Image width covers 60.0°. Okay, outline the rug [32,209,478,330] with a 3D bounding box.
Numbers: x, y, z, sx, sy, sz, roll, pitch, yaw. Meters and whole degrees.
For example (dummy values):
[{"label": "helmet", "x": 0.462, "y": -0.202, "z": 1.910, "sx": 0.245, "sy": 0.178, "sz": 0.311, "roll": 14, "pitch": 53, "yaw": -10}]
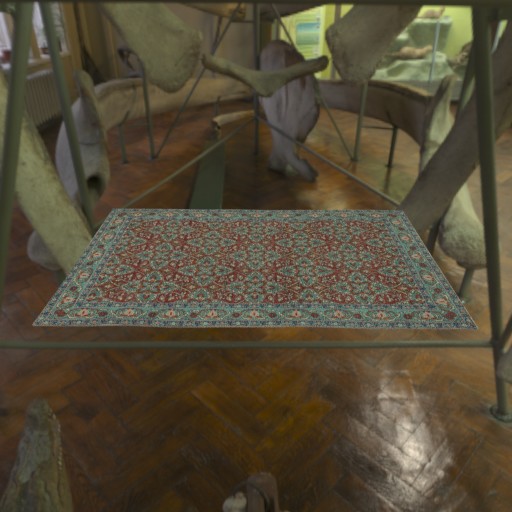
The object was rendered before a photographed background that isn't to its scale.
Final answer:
[{"label": "rug", "x": 0.000, "y": 0.000, "z": 3.074, "sx": 2.439, "sy": 0.011, "sz": 1.533, "roll": 0, "pitch": 31, "yaw": 1}]
